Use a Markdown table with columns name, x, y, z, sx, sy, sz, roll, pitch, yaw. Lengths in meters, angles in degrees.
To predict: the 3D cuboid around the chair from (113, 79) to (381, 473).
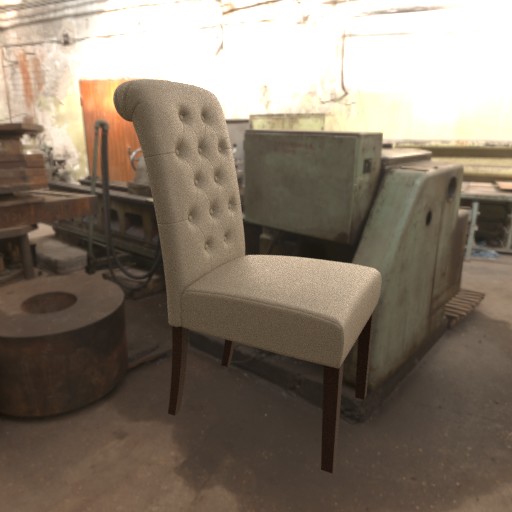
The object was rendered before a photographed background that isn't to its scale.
| name | x | y | z | sx | sy | sz | roll | pitch | yaw |
| --- | --- | --- | --- | --- | --- | --- | --- | --- | --- |
| chair | 0.000 | 0.000 | 1.334 | 0.671 | 1.006 | 0.456 | 8 | 18 | 25 |
